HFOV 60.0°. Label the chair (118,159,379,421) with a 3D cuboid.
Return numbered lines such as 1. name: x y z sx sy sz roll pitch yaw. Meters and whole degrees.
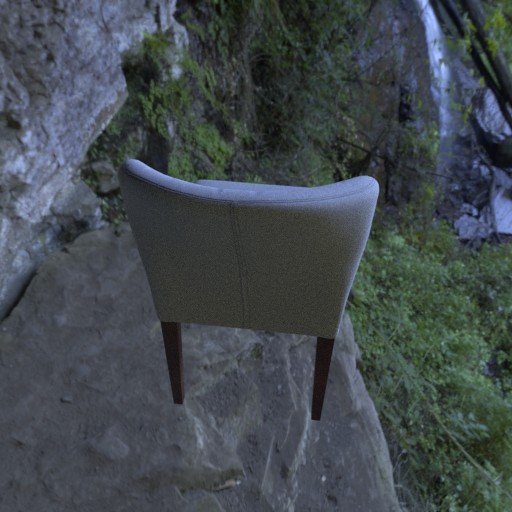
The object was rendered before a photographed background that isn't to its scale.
1. chair: 0.000 0.000 1.195 0.491 0.839 0.592 5 46 5
